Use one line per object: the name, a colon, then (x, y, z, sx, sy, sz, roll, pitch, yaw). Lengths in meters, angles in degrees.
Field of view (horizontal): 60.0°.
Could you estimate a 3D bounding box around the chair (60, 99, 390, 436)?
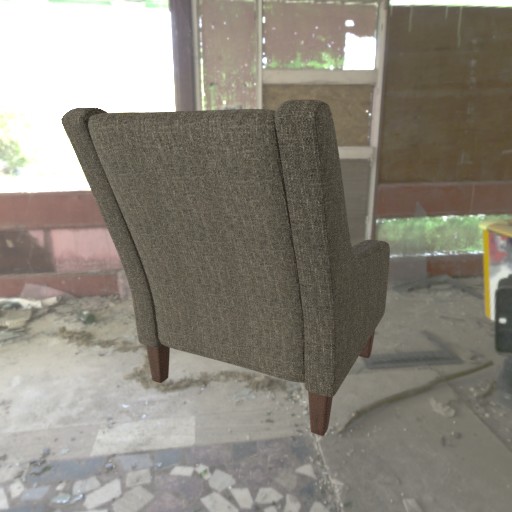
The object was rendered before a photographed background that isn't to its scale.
chair: (0.000, 0.000, 1.617, 0.793, 1.012, 0.944, 8, 18, 27)
